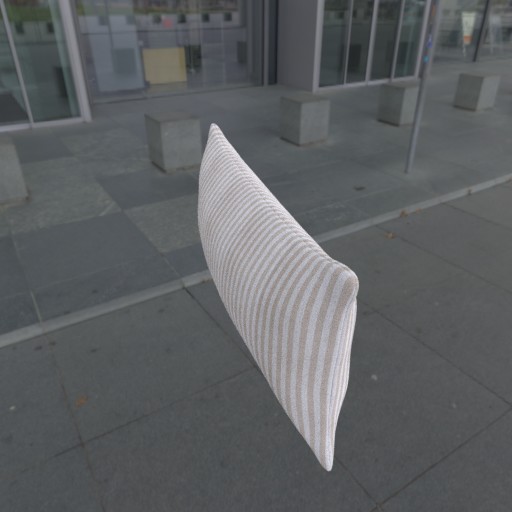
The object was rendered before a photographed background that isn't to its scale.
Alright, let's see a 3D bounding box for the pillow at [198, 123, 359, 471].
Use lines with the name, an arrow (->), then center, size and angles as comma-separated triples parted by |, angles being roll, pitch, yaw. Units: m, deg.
pillow -> 0.000, 0.000, 0.734 | 0.151, 0.295, 0.617 | -9, 32, -15
